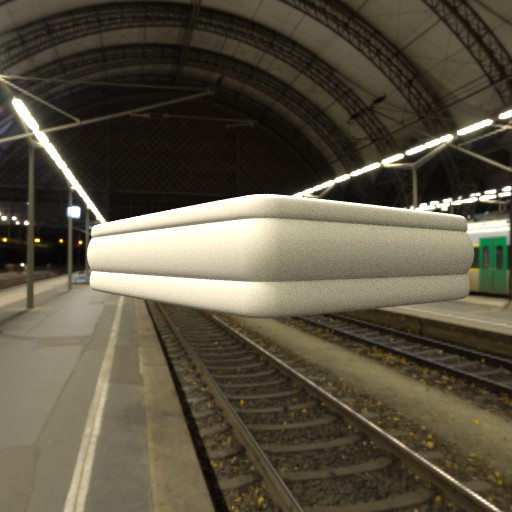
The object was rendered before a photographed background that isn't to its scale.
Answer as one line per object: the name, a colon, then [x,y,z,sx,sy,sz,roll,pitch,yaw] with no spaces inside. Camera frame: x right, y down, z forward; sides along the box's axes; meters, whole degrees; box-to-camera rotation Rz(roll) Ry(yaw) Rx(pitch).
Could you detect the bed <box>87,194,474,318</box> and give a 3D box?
bed: [0.000,0.000,2.694,1.520,0.460,2.036,0,-1,-37]
